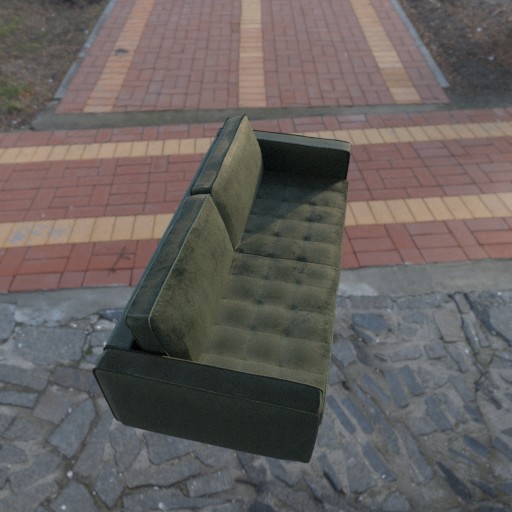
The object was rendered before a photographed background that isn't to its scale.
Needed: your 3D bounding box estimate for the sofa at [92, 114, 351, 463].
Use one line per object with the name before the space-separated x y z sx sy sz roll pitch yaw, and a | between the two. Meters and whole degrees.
sofa | 0.000 0.000 2.315 0.886 0.781 1.816 9 46 8
